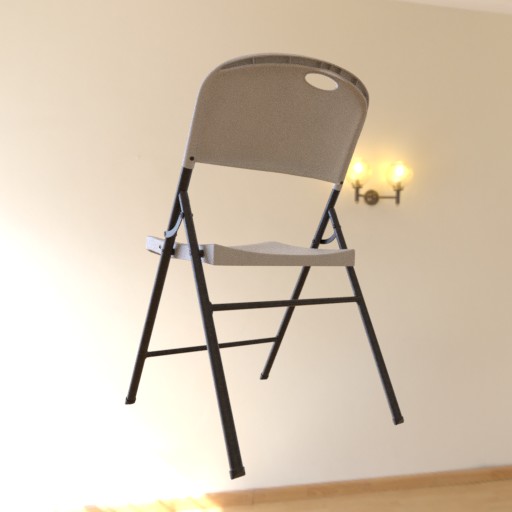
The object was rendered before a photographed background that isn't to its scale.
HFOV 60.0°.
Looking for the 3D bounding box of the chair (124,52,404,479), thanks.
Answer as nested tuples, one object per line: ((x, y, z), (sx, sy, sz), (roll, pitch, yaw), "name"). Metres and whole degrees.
((0.000, 0.000, 1.148), (0.494, 0.810, 0.566), (1, -2, -36), "chair")
